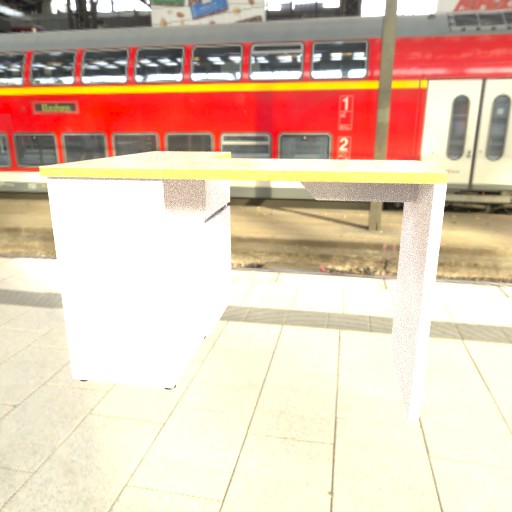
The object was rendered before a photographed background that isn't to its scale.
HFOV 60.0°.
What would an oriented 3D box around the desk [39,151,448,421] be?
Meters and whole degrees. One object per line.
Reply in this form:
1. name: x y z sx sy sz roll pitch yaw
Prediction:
1. desk: 0.000 0.000 1.769 1.170 0.760 0.900 3 16 9
